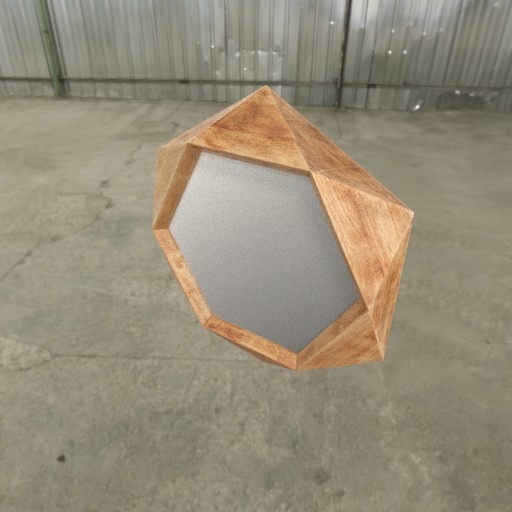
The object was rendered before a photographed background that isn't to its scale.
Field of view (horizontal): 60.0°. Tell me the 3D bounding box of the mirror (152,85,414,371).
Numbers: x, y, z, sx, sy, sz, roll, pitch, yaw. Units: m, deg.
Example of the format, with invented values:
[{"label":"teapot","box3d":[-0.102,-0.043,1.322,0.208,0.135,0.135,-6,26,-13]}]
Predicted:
[{"label":"mirror","box3d":[0.000,0.000,1.080,0.675,0.779,0.091,20,37,28]}]
